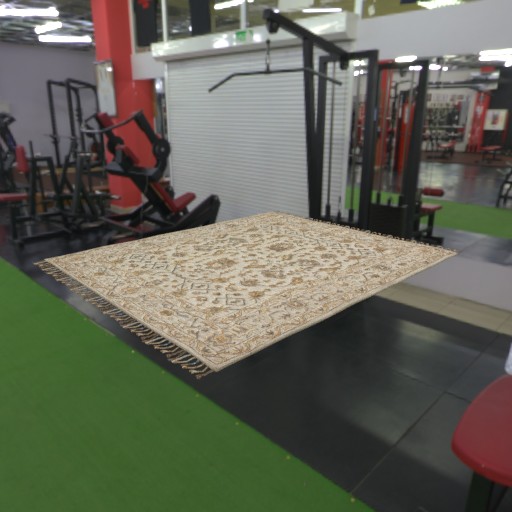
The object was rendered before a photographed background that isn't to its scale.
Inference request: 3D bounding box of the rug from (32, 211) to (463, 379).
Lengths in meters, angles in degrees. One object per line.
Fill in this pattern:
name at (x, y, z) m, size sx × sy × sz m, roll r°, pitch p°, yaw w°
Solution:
rug at (0.000, 0.000, 3.984) m, size 3.061 × 0.034 × 2.426 m, roll -16°, pitch 24°, yaw -41°
